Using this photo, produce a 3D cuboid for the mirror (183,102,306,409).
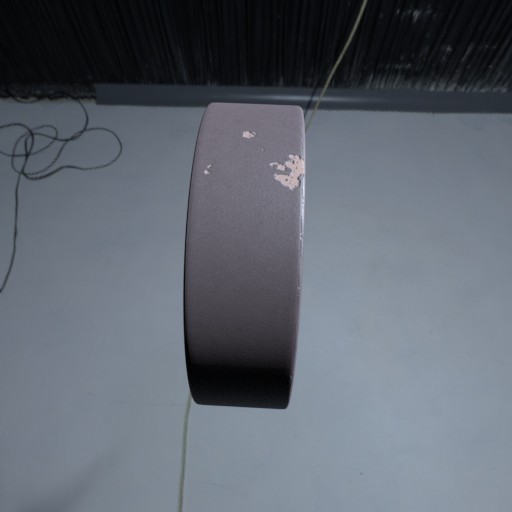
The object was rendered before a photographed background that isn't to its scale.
[{"bbox_3d":[0.000,0.000,0.596,0.126,0.386,0.386,3,65,1],"label":"mirror"}]
